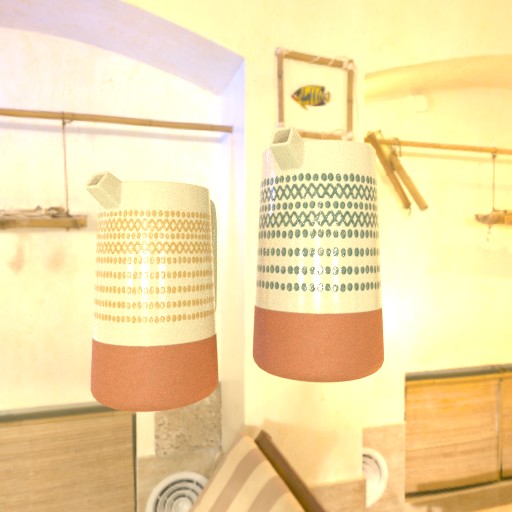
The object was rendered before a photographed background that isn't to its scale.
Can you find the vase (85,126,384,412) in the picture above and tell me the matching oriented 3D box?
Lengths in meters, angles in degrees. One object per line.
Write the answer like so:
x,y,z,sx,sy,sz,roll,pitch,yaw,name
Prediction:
0.000,0.000,0.462,0.326,0.247,0.168,0,1,-18,vase
